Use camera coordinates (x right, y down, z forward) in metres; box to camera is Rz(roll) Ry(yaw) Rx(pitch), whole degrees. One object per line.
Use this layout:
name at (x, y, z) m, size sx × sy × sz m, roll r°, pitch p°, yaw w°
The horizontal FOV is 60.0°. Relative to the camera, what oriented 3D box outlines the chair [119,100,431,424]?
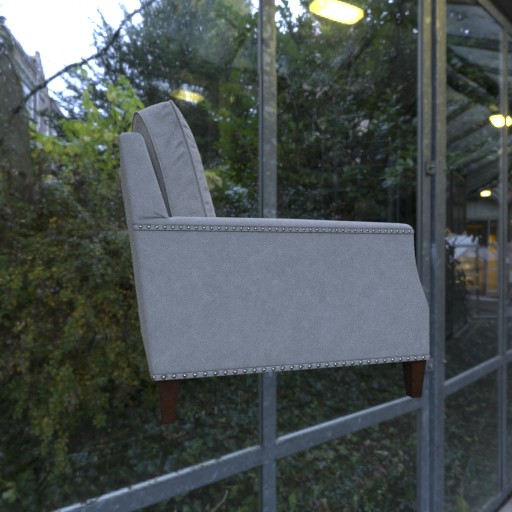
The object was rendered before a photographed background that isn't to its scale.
chair at (0.000, 0.000, 1.731) m, size 1.014 × 0.943 × 0.853 m, roll 0°, pitch 0°, yaw -16°
